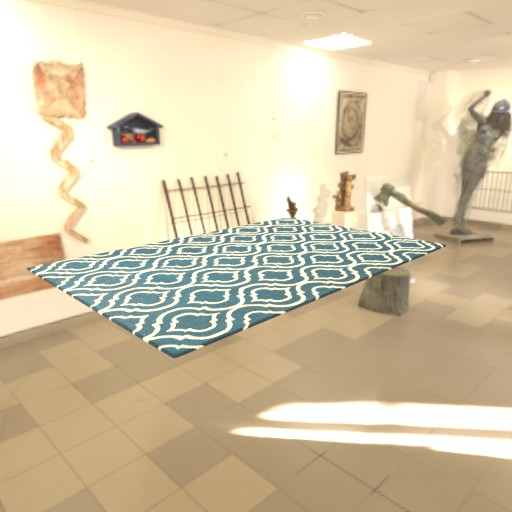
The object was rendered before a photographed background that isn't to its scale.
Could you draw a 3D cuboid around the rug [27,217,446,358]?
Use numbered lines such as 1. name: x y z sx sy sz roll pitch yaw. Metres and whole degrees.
1. rug: 0.000 0.000 2.179 1.753 0.010 1.143 -15 21 -43
